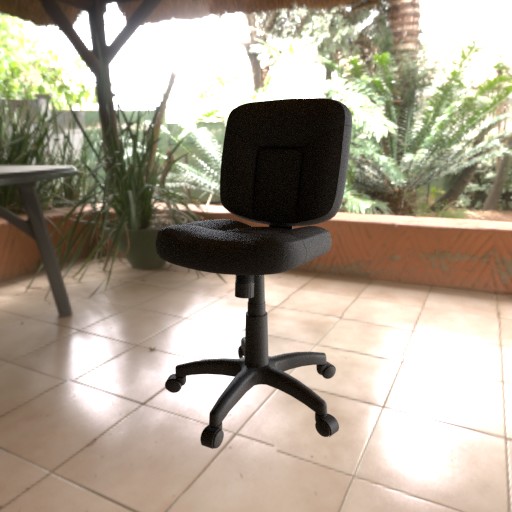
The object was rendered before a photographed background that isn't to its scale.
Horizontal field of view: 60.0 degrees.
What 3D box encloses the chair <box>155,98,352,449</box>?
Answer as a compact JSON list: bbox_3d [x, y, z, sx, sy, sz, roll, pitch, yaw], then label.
[{"bbox_3d":[0.000,0.000,1.369,0.610,0.972,0.610,7,15,26],"label":"chair"}]
